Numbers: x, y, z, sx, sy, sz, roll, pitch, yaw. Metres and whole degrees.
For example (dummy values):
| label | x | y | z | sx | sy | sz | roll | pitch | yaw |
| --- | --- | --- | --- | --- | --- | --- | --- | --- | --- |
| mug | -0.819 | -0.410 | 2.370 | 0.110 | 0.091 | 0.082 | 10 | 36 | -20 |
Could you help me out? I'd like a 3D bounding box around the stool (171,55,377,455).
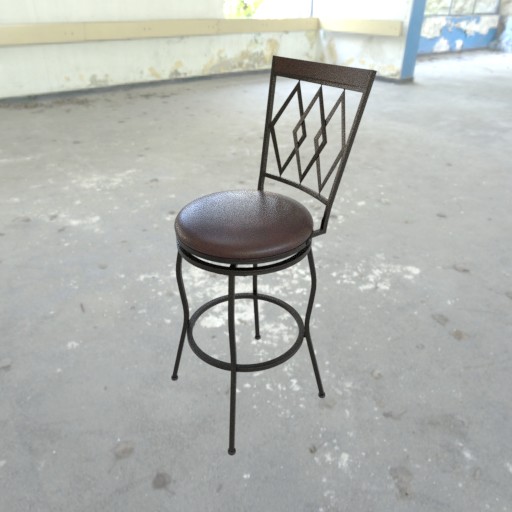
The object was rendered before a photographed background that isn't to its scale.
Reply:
| label | x | y | z | sx | sy | sz | roll | pitch | yaw |
| --- | --- | --- | --- | --- | --- | --- | --- | --- | --- |
| stool | 0.000 | 0.000 | 1.441 | 0.521 | 1.134 | 0.432 | -20 | 36 | -31 |
